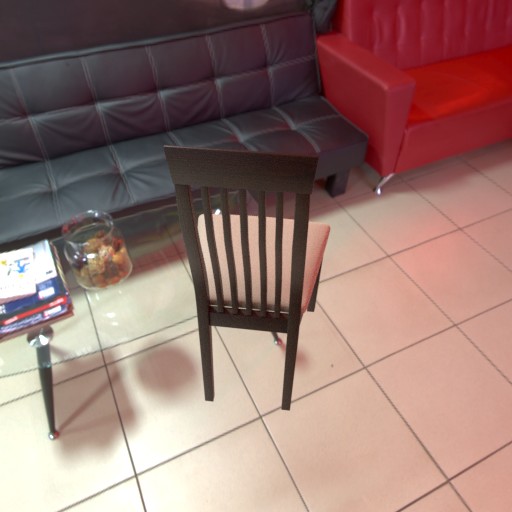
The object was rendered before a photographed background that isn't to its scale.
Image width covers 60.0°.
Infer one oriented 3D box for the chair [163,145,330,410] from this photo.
[{"bbox_3d":[0.000,0.000,1.344,0.460,1.027,0.474,5,46,5],"label":"chair"}]
